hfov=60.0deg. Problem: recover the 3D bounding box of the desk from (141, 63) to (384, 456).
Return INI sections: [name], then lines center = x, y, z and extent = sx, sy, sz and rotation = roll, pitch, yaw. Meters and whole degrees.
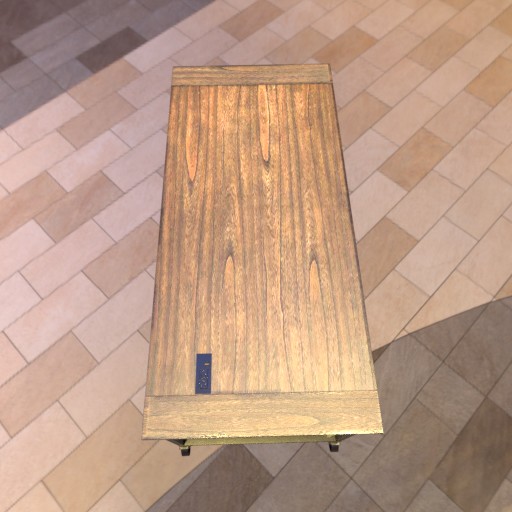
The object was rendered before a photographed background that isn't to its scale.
[desk]
center = 0.000, 0.000, 1.984
extent = 0.711, 0.751, 1.590
rotation = -1, 63, -1
